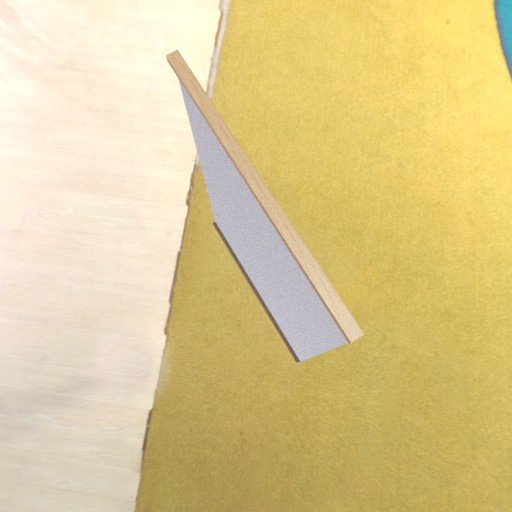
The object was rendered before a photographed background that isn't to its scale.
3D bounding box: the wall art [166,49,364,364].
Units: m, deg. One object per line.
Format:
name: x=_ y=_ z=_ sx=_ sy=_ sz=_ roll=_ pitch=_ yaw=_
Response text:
wall art: x=0.000 y=0.000 z=0.788 sx=0.016 sy=0.611 sz=0.401 roll=-30 pitch=76 yaw=-8
